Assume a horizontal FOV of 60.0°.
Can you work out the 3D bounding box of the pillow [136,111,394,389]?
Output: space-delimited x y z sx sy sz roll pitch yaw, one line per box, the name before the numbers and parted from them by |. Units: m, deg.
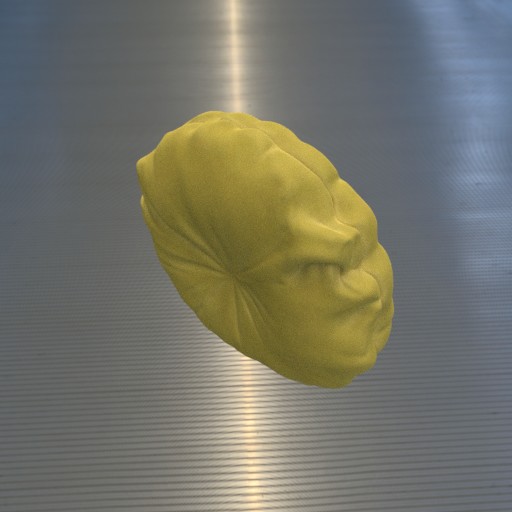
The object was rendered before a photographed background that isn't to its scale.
pillow | 0.000 0.000 0.636 0.428 0.407 0.148 33 55 27
